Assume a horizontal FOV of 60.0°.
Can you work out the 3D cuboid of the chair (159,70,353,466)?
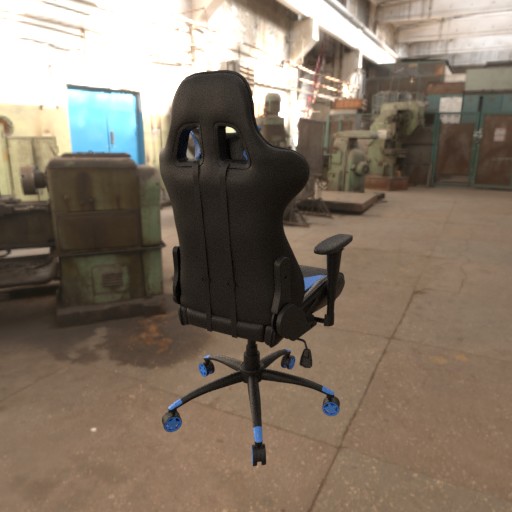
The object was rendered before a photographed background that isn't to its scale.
[{"bbox_3d":[0.000,0.000,1.730,0.695,1.282,0.730,8,17,28],"label":"chair"}]
